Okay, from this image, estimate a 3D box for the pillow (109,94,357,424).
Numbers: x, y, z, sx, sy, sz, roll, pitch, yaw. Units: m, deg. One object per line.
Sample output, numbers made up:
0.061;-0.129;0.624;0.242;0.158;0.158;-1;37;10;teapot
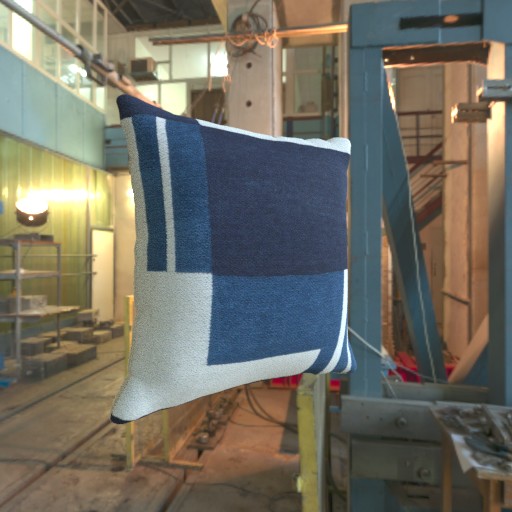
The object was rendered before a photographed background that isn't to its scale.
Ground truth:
0.000;0.000;0.815;0.536;0.506;0.229;0;0;-36;pillow
